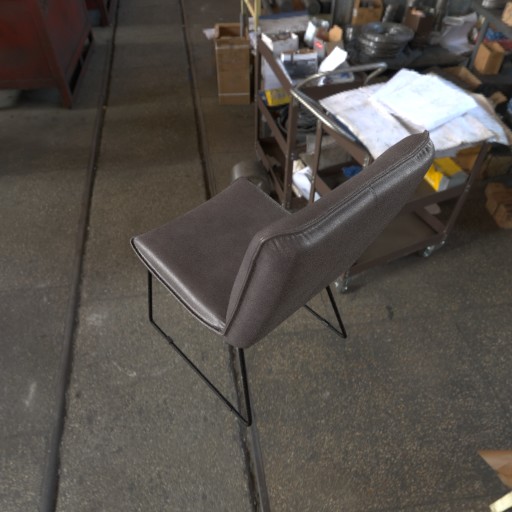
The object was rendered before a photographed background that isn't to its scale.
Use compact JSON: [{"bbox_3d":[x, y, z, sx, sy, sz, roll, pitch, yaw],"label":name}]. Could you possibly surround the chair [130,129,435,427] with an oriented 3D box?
[{"bbox_3d":[0.000,0.000,1.343,0.515,0.932,0.688,-34,56,-28],"label":"chair"}]
